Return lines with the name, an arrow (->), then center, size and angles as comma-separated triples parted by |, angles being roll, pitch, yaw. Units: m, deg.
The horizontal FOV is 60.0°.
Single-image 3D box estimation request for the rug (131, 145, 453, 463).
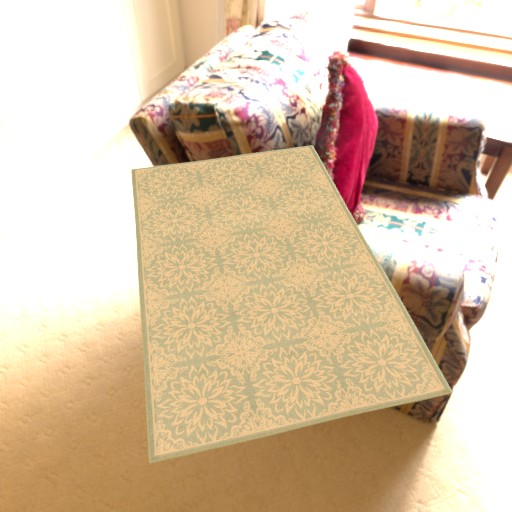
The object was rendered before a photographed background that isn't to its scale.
rug -> 0.000, 0.000, 3.456 | 1.819, 0.018, 2.746 | -10, 48, -9
